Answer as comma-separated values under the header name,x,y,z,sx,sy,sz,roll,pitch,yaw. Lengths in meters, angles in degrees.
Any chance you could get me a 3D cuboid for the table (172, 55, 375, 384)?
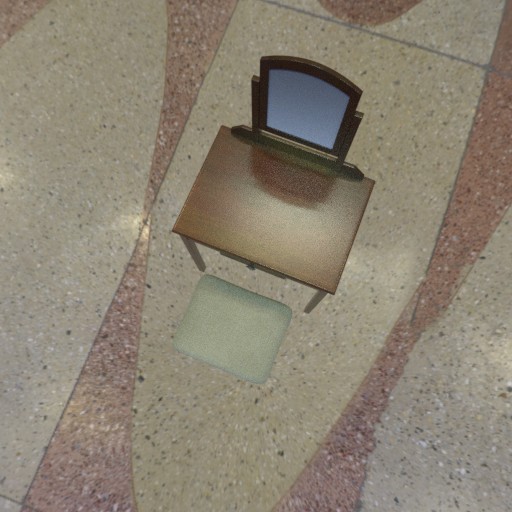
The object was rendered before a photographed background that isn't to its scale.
name,x,y,z,sx,sy,sz,roll,pitch,yaw
table,0.000,0.000,2.304,0.876,1.631,1.211,21,76,5
